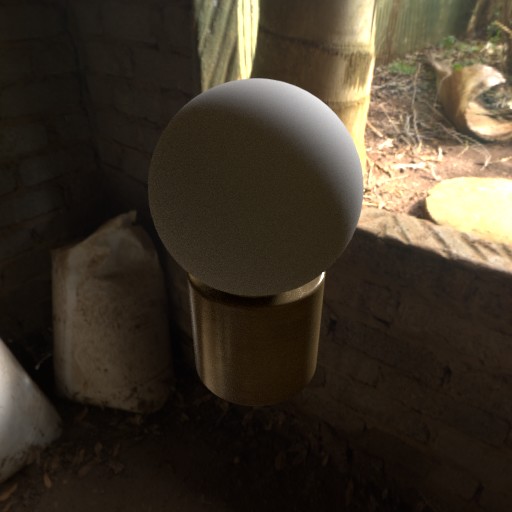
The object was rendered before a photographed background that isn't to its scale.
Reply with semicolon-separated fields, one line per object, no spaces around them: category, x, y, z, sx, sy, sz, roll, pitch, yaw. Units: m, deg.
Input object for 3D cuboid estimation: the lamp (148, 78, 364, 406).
lamp;0.000;0.000;0.332;0.141;0.250;0.152;1;32;1
